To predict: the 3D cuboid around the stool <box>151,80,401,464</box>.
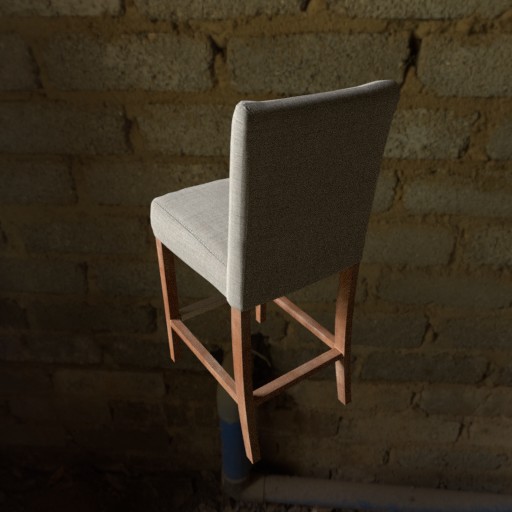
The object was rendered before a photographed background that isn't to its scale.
[{"bbox_3d":[0.000,0.000,1.344,0.454,1.039,0.567,-20,37,-29],"label":"stool"}]
